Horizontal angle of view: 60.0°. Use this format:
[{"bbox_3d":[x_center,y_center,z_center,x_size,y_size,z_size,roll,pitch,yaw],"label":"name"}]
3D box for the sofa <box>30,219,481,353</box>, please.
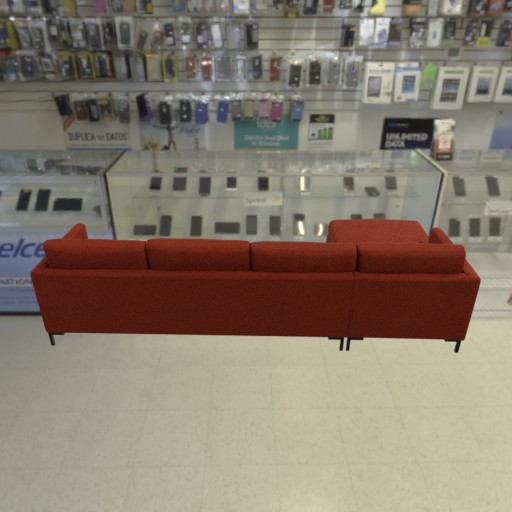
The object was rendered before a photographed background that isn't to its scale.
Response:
[{"bbox_3d":[0.000,0.000,2.938,2.467,0.663,1.136,1,28,1],"label":"sofa"}]
